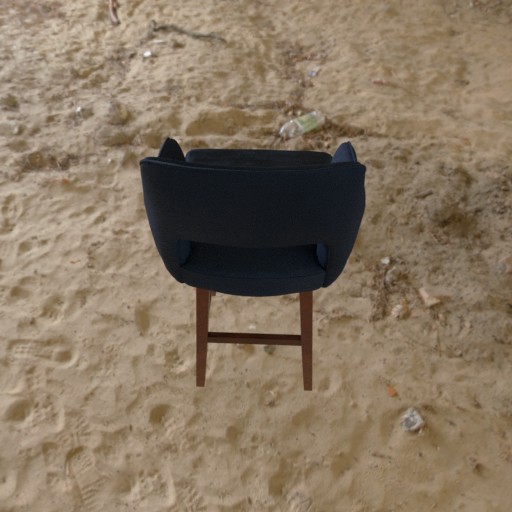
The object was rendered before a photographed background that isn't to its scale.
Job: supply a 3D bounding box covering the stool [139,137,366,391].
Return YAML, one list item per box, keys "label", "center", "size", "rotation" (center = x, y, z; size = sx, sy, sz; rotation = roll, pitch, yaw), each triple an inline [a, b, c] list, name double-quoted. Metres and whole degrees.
- label: "stool"
  center: [0.000, 0.000, 1.354]
  size: [0.550, 1.041, 0.560]
  rotation: [2, 48, 1]
